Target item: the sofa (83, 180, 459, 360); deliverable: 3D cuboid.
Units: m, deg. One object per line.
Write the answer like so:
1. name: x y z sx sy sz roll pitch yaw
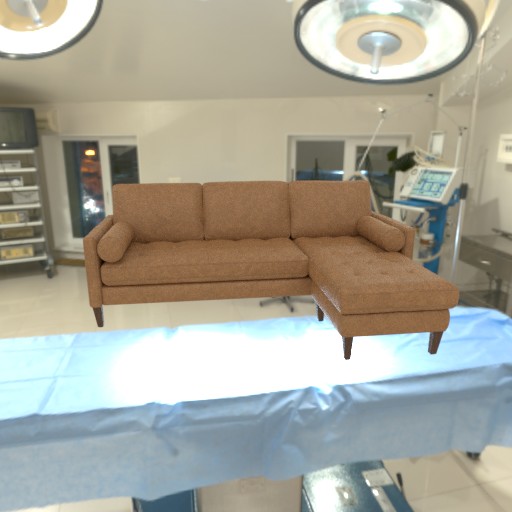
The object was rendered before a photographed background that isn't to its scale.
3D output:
1. sofa: 0.000 0.000 2.963 2.178 0.876 1.506 -2 16 -8
